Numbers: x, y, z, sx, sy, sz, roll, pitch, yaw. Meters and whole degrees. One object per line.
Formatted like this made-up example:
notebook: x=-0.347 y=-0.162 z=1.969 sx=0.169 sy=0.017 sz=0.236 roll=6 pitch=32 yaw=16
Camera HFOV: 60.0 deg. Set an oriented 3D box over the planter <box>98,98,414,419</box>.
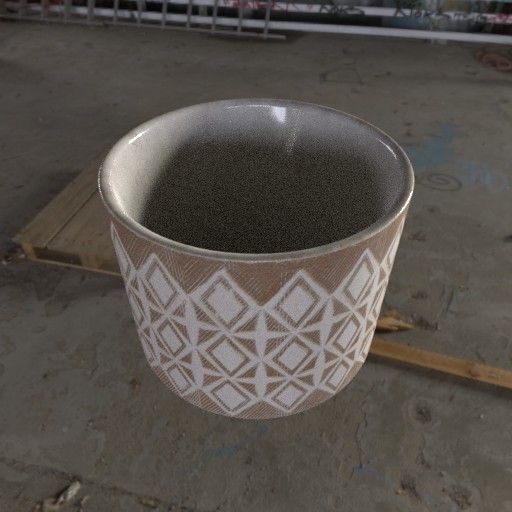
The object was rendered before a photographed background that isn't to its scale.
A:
planter: x=0.000 y=0.000 z=0.333 sx=0.193 sy=0.165 sz=0.193 roll=0 pitch=41 yaw=0
